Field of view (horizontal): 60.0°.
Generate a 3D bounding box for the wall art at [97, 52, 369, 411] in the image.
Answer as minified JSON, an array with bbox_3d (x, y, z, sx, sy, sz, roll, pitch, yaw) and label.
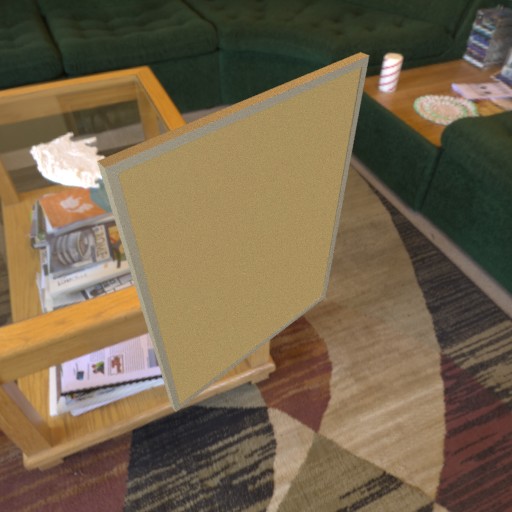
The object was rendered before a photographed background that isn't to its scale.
[{"bbox_3d":[0.000,0.000,1.399,0.789,1.042,0.034,-33,54,-28],"label":"wall art"}]
